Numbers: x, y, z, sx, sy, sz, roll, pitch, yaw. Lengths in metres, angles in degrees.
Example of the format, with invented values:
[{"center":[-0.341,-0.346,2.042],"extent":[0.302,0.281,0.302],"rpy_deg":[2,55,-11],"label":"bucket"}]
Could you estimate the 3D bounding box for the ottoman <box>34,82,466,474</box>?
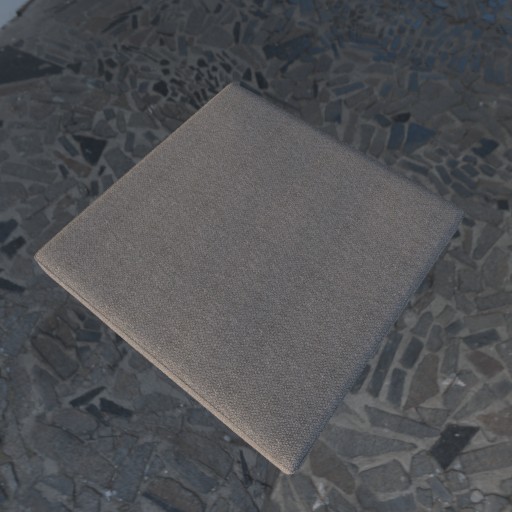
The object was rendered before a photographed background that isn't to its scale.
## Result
[{"center":[0.000,0.000,1.511],"extent":[0.981,0.378,0.970],"rpy_deg":[34,67,16],"label":"ottoman"}]
